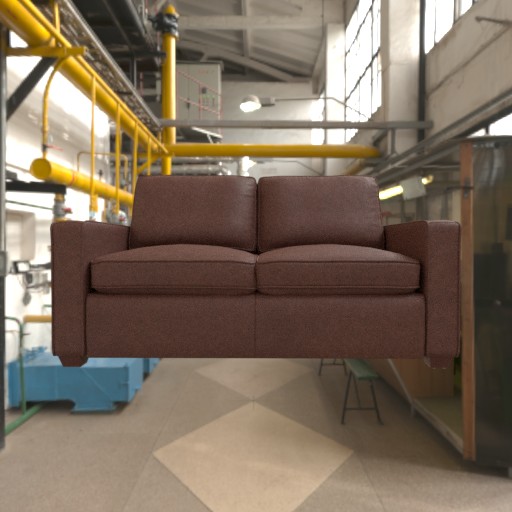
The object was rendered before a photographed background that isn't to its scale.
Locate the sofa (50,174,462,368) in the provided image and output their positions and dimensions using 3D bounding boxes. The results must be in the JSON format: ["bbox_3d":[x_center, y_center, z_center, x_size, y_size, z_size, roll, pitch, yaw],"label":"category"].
[{"bbox_3d":[0.000,0.000,2.263,1.709,0.918,0.947,0,2,1],"label":"sofa"}]
